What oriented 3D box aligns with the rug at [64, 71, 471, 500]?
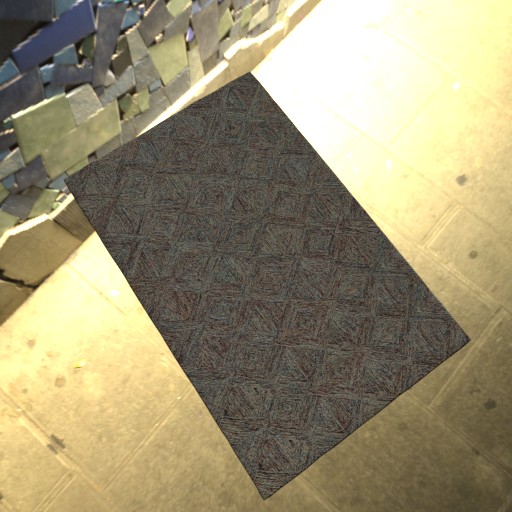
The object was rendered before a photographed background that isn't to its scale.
[{"bbox_3d":[0.000,0.000,2.105,1.143,0.014,1.761,-34,77,-9],"label":"rug"}]
